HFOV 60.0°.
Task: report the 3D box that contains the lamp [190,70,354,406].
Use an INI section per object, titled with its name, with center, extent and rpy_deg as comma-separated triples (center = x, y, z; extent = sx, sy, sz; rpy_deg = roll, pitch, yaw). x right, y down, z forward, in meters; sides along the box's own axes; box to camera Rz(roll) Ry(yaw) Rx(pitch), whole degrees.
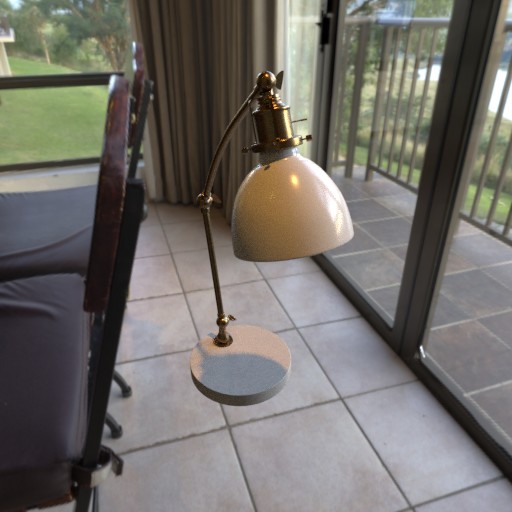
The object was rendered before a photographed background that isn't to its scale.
[lamp]
center = 0.000, 0.000, 0.666
extent = 0.186, 0.522, 0.317
rpy_deg = -20, 35, -31
